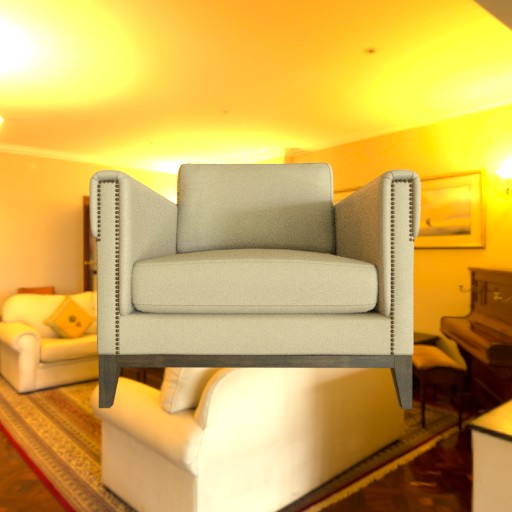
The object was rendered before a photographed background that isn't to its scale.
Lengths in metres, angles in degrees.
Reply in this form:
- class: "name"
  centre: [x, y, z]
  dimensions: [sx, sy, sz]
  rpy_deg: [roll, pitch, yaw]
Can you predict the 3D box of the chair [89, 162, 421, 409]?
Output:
- class: "chair"
  centre: [0.000, 0.000, 1.682]
  dimensions: [0.914, 0.838, 0.959]
  rpy_deg: [0, 0, 1]
